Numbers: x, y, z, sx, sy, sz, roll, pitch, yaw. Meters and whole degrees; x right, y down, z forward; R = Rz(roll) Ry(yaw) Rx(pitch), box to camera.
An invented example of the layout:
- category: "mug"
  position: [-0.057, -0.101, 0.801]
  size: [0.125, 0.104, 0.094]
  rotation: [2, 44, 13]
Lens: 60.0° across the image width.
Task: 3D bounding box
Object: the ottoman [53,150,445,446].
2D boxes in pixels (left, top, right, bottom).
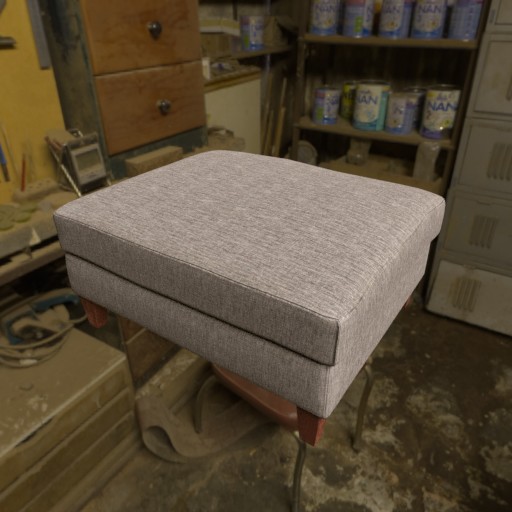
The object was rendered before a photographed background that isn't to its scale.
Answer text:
- category: "ottoman"
  position: [0.000, 0.000, 1.508]
  size: [0.994, 0.492, 0.839]
  rotation: [18, 34, 29]
